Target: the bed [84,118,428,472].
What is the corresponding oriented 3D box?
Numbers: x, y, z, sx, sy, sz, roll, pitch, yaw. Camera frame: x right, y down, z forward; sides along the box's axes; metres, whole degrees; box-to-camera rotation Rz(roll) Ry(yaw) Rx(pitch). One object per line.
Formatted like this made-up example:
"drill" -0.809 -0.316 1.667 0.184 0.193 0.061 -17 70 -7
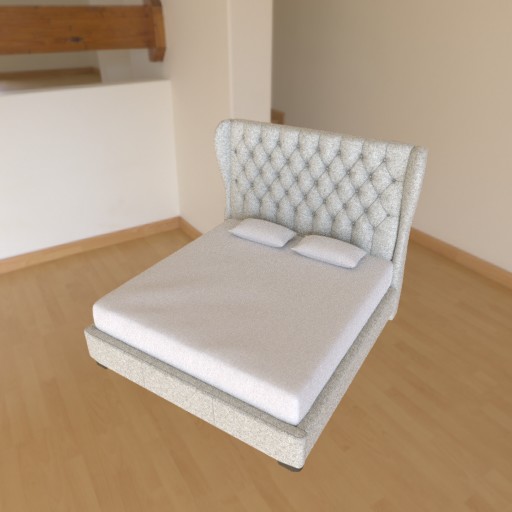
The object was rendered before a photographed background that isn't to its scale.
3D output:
"bed" 0.000 0.000 3.961 2.219 1.771 2.347 17 34 28
